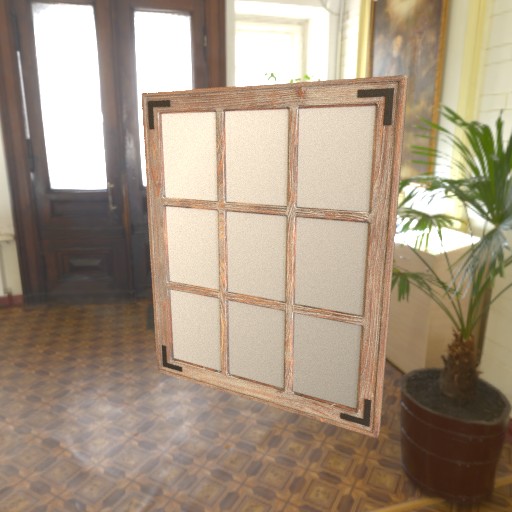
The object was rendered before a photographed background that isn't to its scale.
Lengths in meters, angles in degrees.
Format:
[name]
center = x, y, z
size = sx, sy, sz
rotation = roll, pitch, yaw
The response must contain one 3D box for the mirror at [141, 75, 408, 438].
[mirror]
center = 0.000, 0.000, 1.223
size = 0.730, 0.882, 0.032
rotation = 8, 16, 27
